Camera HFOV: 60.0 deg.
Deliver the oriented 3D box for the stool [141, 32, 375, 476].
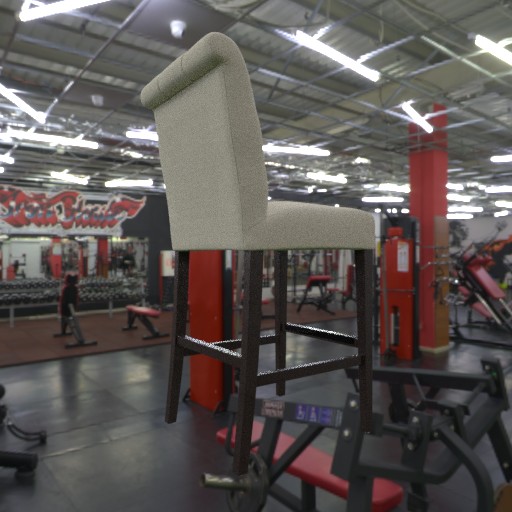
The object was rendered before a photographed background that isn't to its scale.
[{"bbox_3d":[0.000,0.000,1.424,0.610,1.118,0.482,0,0,-35],"label":"stool"}]
